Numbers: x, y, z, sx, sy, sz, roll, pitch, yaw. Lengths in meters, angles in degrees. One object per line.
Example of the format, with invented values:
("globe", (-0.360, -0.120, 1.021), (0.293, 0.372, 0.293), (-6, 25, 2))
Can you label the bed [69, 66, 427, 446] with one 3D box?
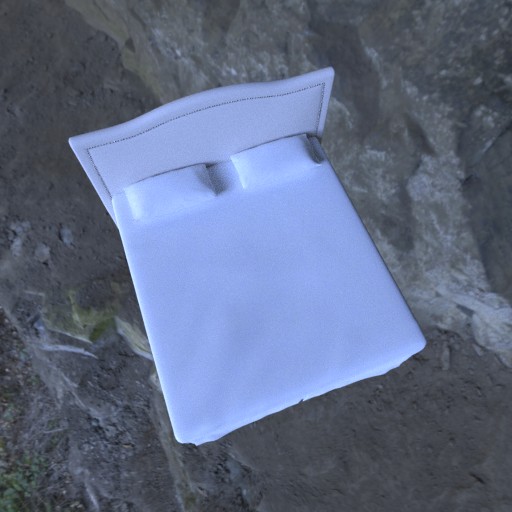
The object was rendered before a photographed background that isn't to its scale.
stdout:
("bed", (0.000, 0.000, 3.434), (2.083, 1.421, 2.182), (-18, 66, -9))
